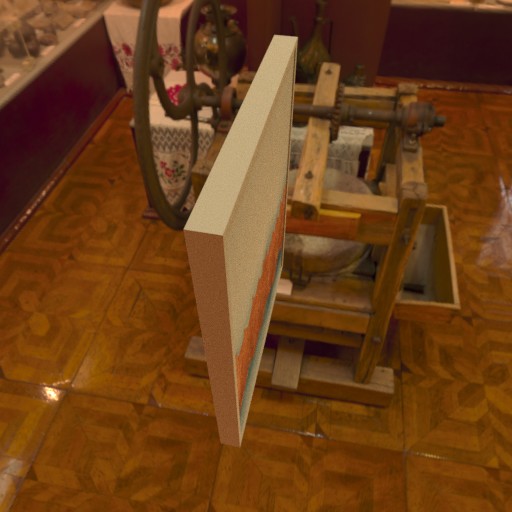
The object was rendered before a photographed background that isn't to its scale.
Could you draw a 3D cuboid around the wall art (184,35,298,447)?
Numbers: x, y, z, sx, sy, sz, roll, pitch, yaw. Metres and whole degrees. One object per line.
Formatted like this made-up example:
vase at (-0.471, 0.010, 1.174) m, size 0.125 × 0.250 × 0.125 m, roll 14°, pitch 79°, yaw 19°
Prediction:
wall art at (0.000, 0.000, 0.760) m, size 0.039 × 0.553 × 0.451 m, roll 9°, pitch 49°, yaw 8°
